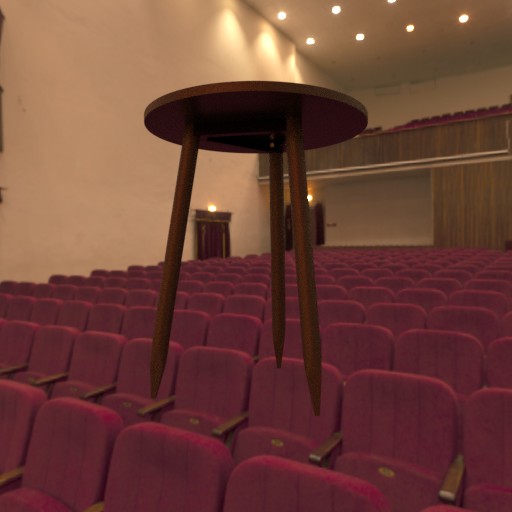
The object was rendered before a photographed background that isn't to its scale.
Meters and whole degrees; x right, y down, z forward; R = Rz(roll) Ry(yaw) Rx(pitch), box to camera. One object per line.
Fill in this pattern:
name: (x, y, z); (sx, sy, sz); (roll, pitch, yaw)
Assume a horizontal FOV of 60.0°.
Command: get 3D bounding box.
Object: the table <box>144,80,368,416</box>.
table: (0.000, 0.000, 0.938); (0.457, 0.585, 0.457); (0, 1, 0)
